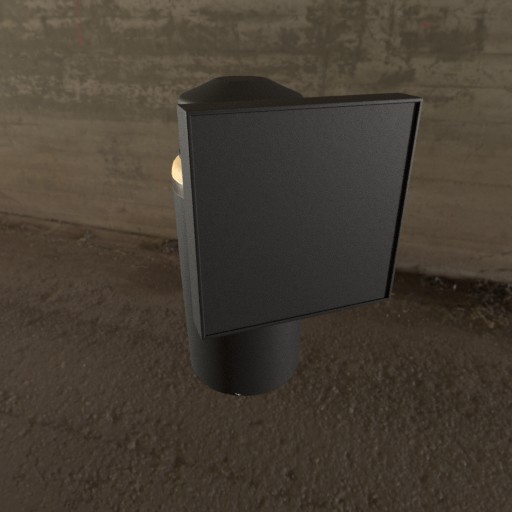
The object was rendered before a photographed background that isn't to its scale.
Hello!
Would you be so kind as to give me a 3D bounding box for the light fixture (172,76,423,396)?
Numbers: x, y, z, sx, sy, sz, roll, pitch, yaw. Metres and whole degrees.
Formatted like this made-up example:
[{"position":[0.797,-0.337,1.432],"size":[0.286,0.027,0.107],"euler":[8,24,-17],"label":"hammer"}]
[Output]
[{"position":[0.000,0.000,0.352],"size":[0.130,0.257,0.176],"euler":[-9,29,-17],"label":"light fixture"}]
